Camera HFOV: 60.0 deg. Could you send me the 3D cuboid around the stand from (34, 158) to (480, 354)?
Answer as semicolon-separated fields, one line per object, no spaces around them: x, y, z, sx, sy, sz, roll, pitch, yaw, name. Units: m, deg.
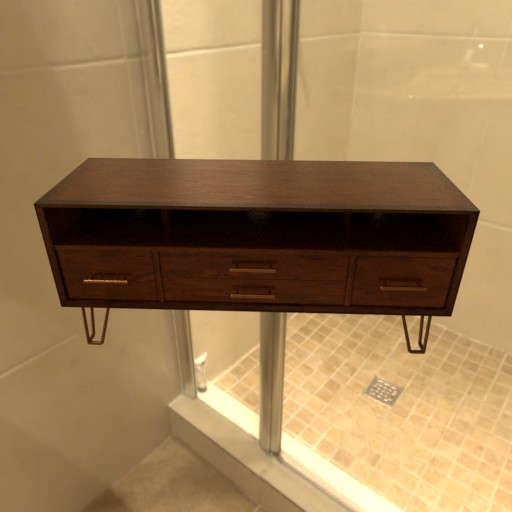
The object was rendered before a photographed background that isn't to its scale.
0.000;0.000;1.711;1.372;0.610;0.481;1;30;2;stand
